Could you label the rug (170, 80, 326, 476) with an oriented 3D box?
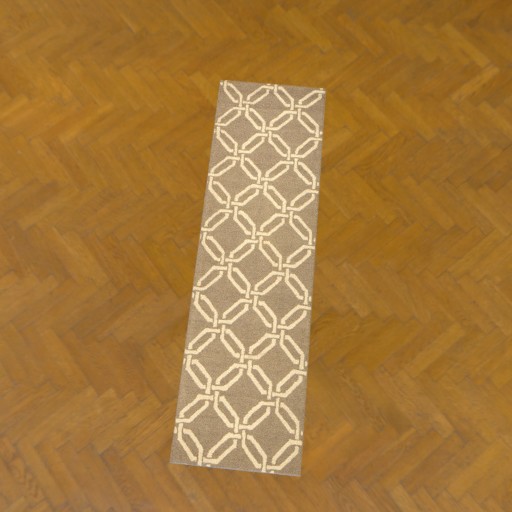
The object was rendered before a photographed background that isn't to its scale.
[{"bbox_3d":[0.000,0.000,2.555,0.678,0.014,2.276,5,76,1],"label":"rug"}]
